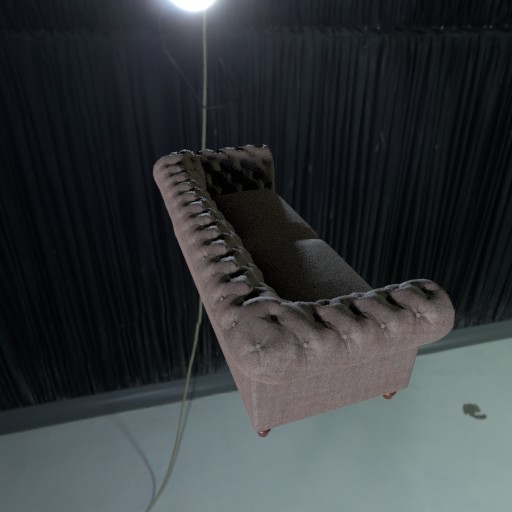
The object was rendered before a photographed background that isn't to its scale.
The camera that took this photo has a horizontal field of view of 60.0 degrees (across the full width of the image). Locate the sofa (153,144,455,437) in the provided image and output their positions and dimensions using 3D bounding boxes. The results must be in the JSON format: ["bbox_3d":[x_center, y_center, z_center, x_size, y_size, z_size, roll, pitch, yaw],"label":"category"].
[{"bbox_3d":[0.000,0.000,2.787,0.944,0.787,2.385,-10,32,-16],"label":"sofa"}]
